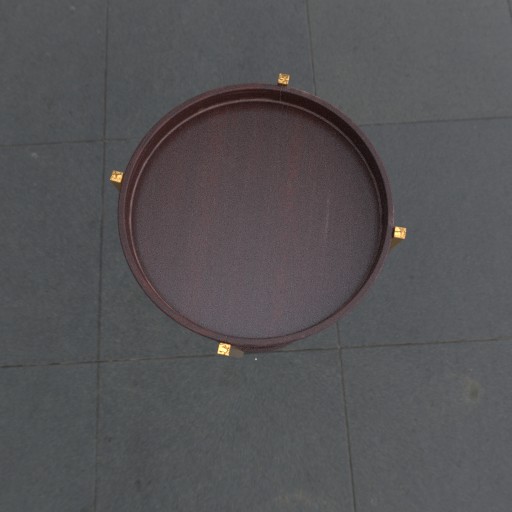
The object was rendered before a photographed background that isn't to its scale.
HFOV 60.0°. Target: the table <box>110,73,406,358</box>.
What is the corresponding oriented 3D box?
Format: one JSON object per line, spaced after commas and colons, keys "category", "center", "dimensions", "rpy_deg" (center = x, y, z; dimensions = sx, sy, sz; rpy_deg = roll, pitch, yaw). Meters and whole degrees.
{"category": "table", "center": [0.000, 0.000, 0.885], "dimensions": [0.400, 0.610, 0.400], "rpy_deg": [11, 77, 3]}
